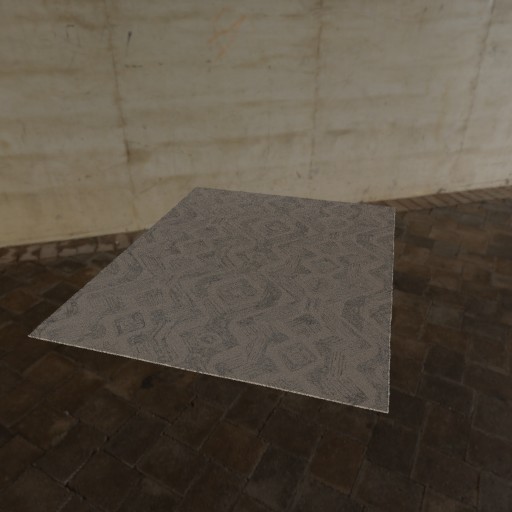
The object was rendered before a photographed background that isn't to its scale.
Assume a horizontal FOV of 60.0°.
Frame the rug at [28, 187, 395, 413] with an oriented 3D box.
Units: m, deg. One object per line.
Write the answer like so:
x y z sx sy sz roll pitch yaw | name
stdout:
0.000 0.000 4.064 2.430 0.030 3.054 8 30 14 | rug
